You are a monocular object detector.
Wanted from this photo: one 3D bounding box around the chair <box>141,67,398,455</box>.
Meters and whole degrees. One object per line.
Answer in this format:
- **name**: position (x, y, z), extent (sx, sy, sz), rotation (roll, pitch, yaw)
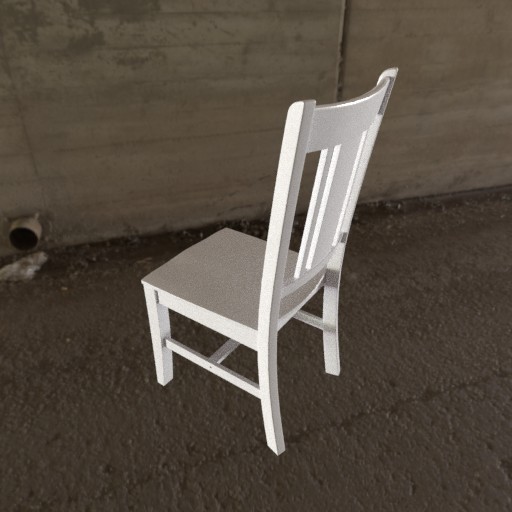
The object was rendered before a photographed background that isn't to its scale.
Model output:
- **chair**: position (0.000, 0.000, 1.275), extent (0.555, 0.998, 0.450), rotation (20, 37, 29)
